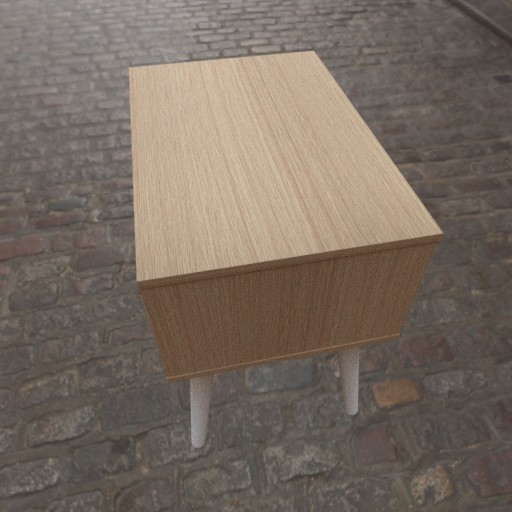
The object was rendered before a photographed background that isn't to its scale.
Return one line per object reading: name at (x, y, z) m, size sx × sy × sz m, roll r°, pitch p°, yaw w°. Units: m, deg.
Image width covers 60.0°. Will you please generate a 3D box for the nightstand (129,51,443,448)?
nightstand at (0.000, 0.000, 0.960) m, size 0.407 × 0.610 × 0.571 m, roll -9°, pitch 48°, yaw -8°
